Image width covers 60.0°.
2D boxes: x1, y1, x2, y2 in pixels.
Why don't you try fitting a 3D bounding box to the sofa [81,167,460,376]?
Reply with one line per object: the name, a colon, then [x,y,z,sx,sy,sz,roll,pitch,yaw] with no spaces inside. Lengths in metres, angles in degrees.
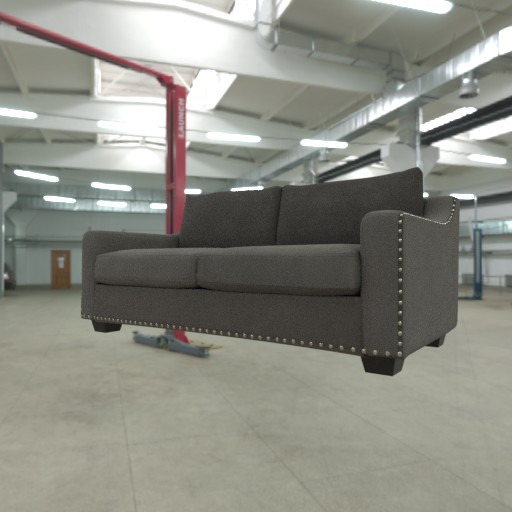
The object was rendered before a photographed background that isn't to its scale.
sofa: [0.000,0.000,3.286,2.550,1.196,1.336,-1,-1,36]
